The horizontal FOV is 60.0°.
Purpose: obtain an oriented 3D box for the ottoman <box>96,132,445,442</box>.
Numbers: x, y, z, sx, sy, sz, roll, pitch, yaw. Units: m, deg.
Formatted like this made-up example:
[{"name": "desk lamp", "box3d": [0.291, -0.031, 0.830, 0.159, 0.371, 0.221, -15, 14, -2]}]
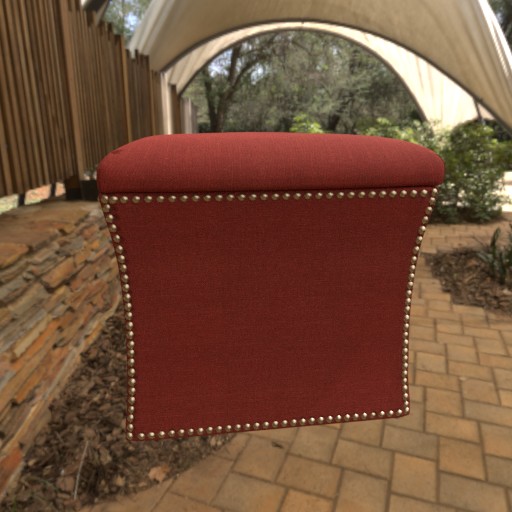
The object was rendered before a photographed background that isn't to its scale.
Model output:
[{"name": "ottoman", "box3d": [0.000, 0.000, 0.882, 0.507, 0.475, 0.497, -2, 16, -8]}]
